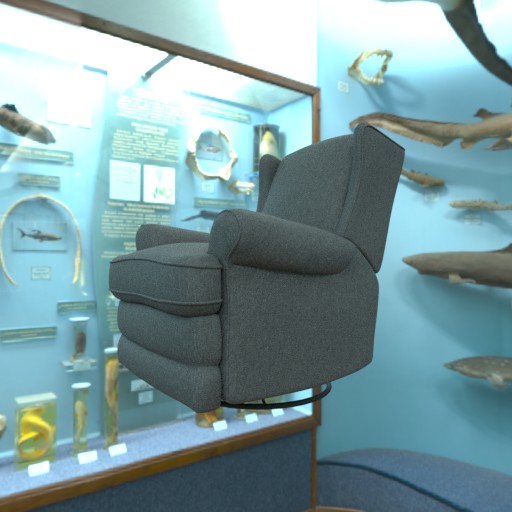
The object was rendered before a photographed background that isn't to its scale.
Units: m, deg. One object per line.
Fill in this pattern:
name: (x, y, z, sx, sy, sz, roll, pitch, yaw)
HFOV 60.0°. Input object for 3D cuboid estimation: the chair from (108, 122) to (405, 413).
chair: (0.000, 0.000, 1.731, 0.969, 1.011, 0.847, 0, 0, -34)
